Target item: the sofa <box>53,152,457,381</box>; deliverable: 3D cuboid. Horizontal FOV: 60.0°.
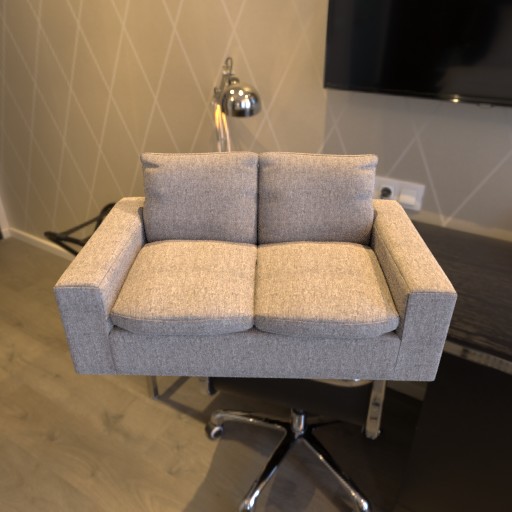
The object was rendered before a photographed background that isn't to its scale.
[{"bbox_3d":[0.000,0.000,2.373,1.758,0.877,1.094,1,30,1],"label":"sofa"}]
